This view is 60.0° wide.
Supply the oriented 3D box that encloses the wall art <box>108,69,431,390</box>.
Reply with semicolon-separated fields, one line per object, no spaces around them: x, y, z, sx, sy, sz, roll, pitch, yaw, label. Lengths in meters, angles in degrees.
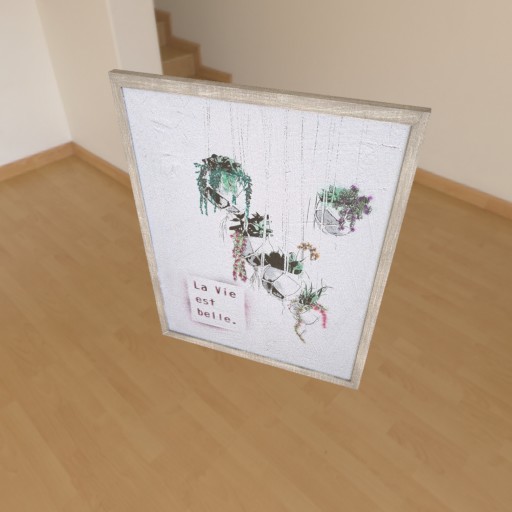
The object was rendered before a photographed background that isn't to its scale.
0.000;0.000;1.362;0.781;1.022;0.035;12;42;14;wall art
